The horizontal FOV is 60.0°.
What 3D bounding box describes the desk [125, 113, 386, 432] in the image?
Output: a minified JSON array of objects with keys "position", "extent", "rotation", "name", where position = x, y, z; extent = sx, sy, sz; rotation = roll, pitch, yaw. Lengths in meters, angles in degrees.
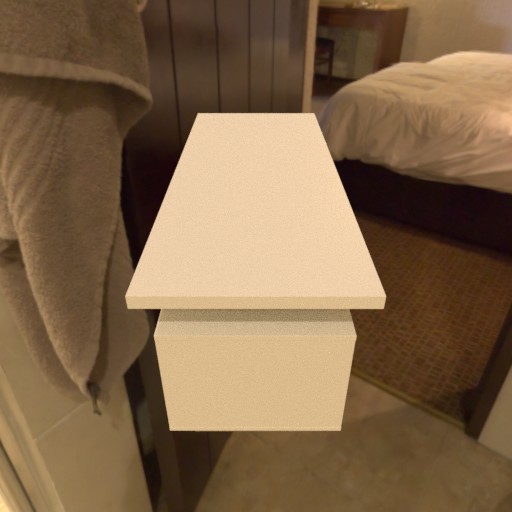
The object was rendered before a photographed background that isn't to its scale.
[{"position":[0.000,0.000,1.873],"extent":[0.603,0.773,1.530],"rotation":[0,33,0],"name":"desk"}]
